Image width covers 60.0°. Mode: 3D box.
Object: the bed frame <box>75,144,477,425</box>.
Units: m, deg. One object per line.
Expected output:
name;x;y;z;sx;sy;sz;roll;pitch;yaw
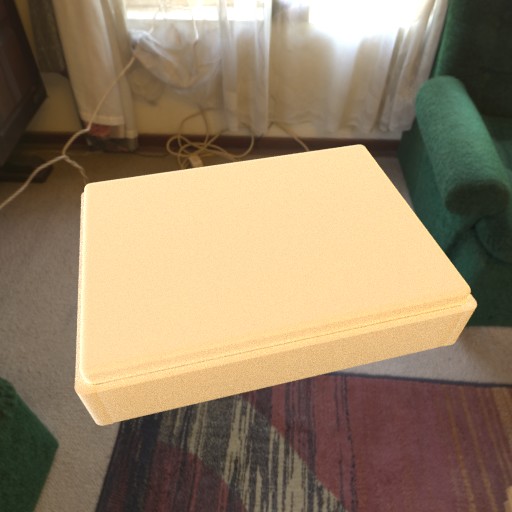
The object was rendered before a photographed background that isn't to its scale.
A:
bed frame;0.000;0.000;2.541;1.900;0.406;1.400;-10;48;-10
